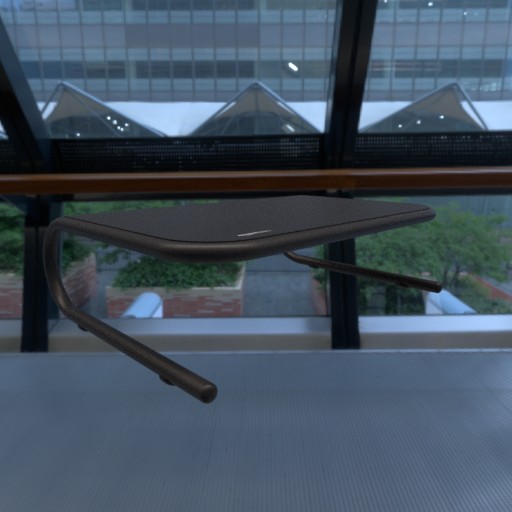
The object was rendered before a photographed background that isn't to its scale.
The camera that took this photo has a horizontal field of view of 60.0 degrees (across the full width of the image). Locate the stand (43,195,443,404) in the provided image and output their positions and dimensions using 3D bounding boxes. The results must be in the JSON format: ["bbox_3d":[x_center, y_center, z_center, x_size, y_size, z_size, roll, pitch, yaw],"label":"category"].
[{"bbox_3d":[0.000,0.000,0.503,0.370,0.108,0.280,-12,17,-43],"label":"stand"}]
